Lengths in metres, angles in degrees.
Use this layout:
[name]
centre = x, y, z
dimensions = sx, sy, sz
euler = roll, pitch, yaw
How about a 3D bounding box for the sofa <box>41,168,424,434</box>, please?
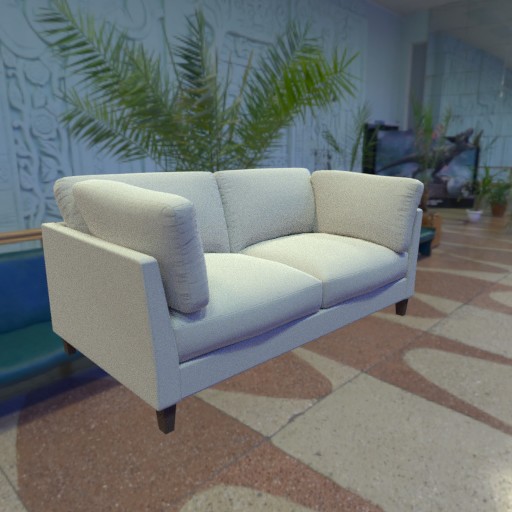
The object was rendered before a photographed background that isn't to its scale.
[sofa]
centre = 0.000, 0.000, 2.253
dimensions = 1.776, 0.836, 0.970
euler = -12, 18, -42
